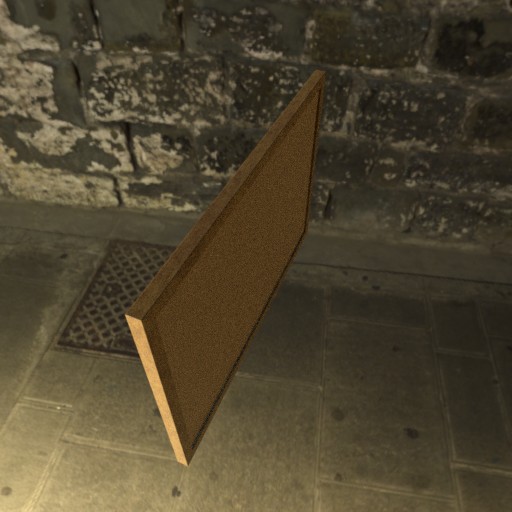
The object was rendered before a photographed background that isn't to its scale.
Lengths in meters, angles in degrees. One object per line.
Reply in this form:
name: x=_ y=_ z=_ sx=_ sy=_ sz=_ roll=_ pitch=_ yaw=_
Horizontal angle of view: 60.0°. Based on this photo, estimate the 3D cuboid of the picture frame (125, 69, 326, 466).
picture frame: x=0.000 y=0.000 z=1.176 sx=0.029 sy=0.621 sz=0.922 roll=17 pitch=49 yaw=16
